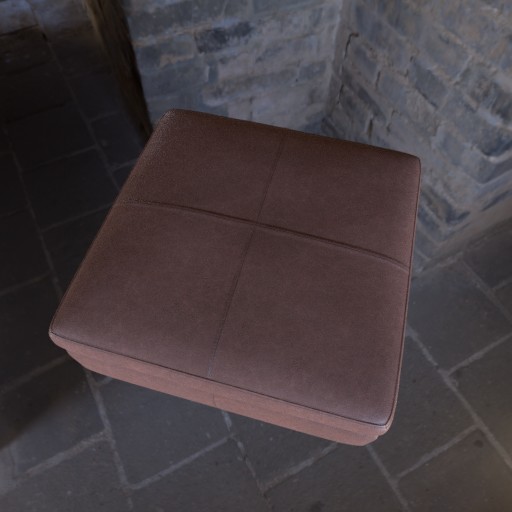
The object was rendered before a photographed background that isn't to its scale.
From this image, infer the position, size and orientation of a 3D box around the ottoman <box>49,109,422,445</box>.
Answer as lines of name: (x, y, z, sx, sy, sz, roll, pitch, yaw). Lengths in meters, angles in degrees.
ottoman: (0.000, 0.000, 1.792, 1.168, 0.490, 1.168, 13, 60, 8)
